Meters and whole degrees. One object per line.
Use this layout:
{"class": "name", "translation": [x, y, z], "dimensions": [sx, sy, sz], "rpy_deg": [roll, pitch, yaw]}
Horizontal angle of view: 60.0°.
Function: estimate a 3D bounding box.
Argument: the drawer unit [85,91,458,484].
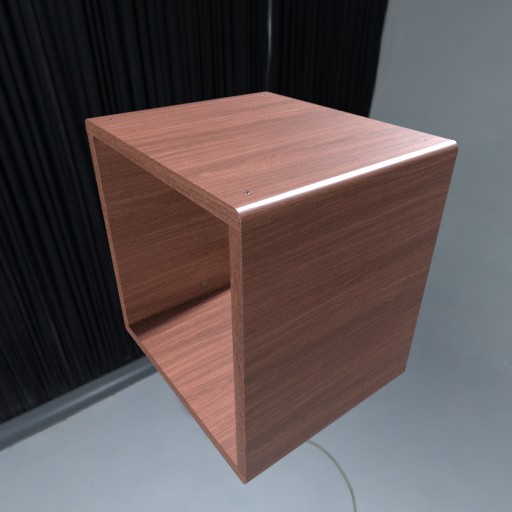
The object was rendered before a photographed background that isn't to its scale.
{"class": "drawer unit", "translation": [0.000, 0.000, 0.615], "dimensions": [0.290, 0.351, 0.349], "rpy_deg": [-21, 37, -31]}
